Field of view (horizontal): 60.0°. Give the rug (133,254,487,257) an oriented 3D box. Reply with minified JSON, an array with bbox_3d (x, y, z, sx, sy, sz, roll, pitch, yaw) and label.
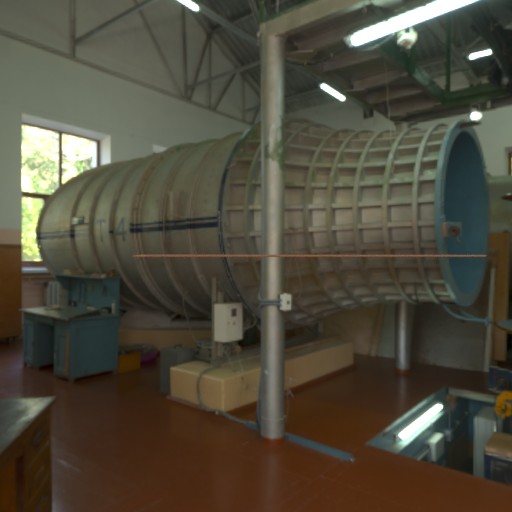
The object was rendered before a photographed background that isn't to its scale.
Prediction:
[{"bbox_3d":[0.000,0.000,2.323,1.219,0.008,1.829,0,0,-16],"label":"rug"}]
